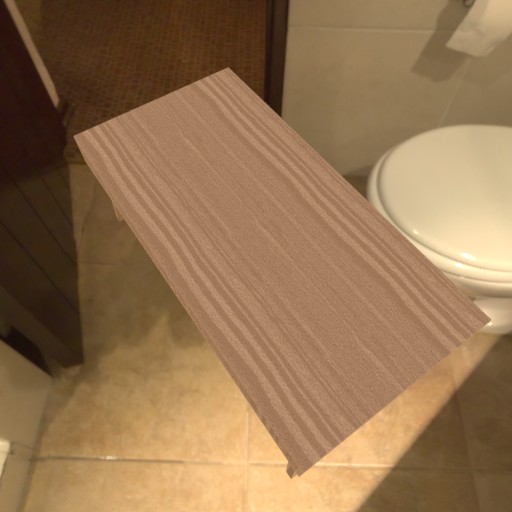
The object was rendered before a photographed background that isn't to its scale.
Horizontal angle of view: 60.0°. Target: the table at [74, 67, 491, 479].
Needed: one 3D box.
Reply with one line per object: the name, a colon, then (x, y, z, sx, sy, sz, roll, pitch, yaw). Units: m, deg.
table: (0.000, 0.000, 1.464, 0.600, 0.450, 1.200, -31, 64, -17)
